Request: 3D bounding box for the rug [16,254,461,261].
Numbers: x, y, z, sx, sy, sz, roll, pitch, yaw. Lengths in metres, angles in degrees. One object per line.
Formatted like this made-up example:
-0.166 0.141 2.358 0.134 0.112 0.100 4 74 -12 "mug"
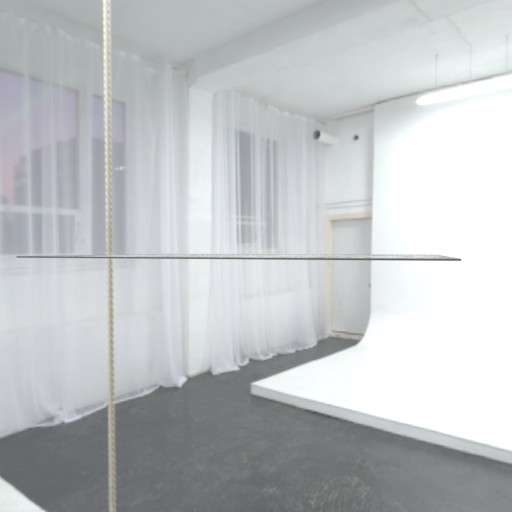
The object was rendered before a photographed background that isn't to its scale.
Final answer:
0.000 0.000 4.173 3.307 0.013 2.393 0 1 20 "rug"
